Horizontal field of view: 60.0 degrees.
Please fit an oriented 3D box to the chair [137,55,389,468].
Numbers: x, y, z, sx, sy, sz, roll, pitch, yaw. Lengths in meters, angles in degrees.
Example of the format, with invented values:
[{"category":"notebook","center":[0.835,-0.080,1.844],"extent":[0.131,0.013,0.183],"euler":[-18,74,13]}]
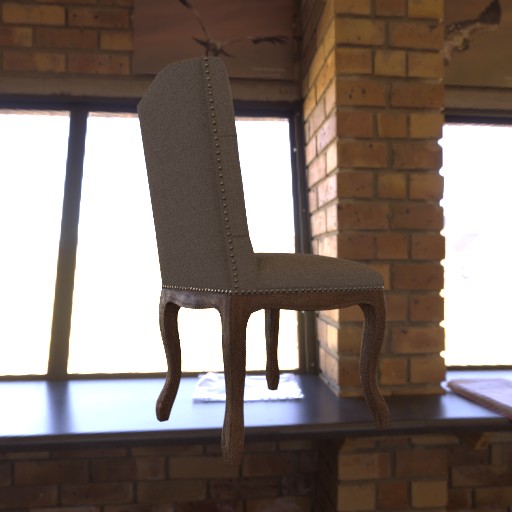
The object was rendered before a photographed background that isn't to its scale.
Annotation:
[{"category":"chair","center":[0.000,0.000,1.593],"extent":[0.731,1.191,0.637],"euler":[1,-2,-37]}]
